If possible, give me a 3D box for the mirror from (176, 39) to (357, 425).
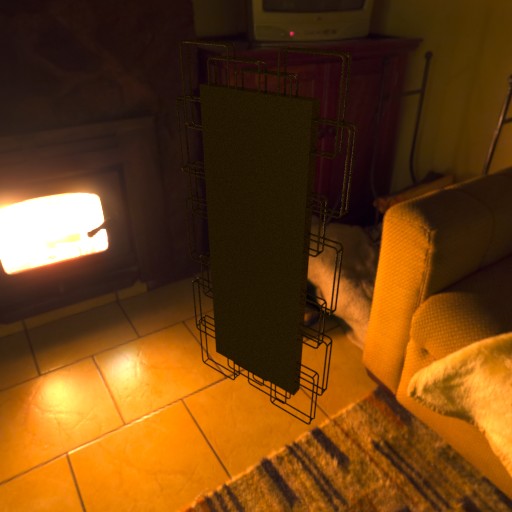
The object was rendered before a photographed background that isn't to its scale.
[{"bbox_3d":[0.000,0.000,1.382,0.565,1.192,0.037,21,37,31],"label":"mirror"}]
